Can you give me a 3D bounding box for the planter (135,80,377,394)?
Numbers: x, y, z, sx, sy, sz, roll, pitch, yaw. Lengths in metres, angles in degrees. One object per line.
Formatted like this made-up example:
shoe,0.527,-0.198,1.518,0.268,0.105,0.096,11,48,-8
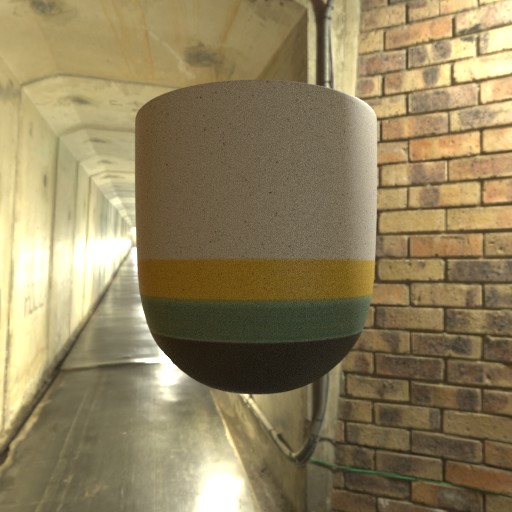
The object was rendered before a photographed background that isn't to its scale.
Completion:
planter,0.000,0.000,0.368,0.195,0.214,0.195,0,-1,0
